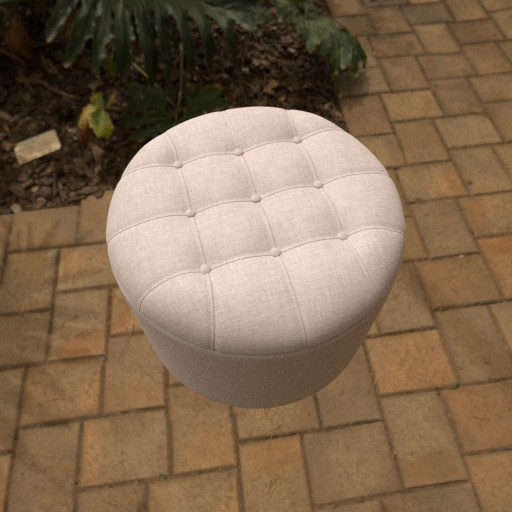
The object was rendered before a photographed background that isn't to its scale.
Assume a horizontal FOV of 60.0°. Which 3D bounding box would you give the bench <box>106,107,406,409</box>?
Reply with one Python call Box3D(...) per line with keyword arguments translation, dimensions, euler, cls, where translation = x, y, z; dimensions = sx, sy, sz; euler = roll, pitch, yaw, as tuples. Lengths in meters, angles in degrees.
Box3D(translation=(0.000, 0.000, 1.029), dimensions=(0.600, 0.453, 0.600), euler=(0, 58, 0), cls="bench")
